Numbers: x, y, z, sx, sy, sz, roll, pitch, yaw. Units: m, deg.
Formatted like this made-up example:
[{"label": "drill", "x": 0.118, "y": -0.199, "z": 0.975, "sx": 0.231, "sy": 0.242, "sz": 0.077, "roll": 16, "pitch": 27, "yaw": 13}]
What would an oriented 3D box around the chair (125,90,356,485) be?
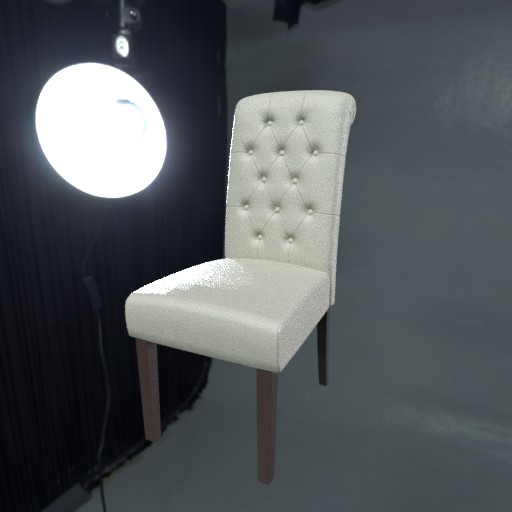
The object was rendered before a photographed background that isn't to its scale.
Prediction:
[{"label": "chair", "x": 0.000, "y": 0.000, "z": 1.362, "sx": 0.456, "sy": 1.006, "sz": 0.671, "roll": 7, "pitch": 16, "yaw": 26}]
